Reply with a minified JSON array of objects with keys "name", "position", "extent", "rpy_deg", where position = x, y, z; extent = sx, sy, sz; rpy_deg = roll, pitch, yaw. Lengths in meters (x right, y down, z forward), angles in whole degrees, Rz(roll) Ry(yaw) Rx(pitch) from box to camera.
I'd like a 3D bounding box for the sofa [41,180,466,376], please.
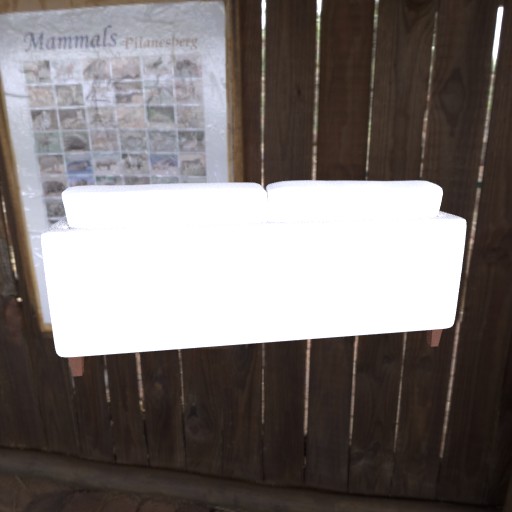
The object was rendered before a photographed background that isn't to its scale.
[{"name":"sofa","position":[0.000,0.000,2.649],"extent":[2.139,0.933,0.924],"rpy_deg":[-2,15,-9]}]
